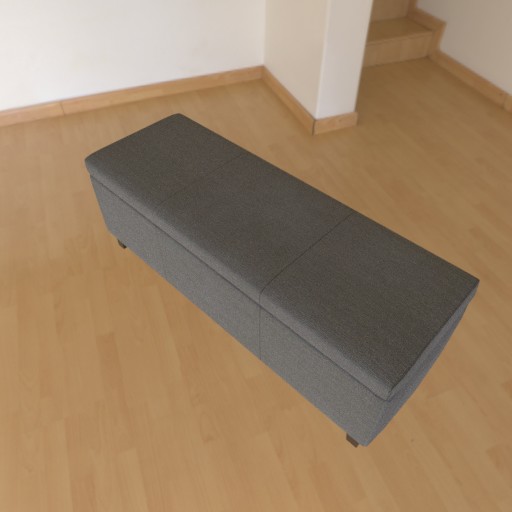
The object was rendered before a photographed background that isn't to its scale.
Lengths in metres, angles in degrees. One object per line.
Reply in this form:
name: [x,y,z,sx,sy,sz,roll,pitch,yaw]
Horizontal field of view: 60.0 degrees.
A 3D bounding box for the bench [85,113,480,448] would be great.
bench: [0.000,0.000,1.503,1.269,0.438,0.446,35,56,28]
